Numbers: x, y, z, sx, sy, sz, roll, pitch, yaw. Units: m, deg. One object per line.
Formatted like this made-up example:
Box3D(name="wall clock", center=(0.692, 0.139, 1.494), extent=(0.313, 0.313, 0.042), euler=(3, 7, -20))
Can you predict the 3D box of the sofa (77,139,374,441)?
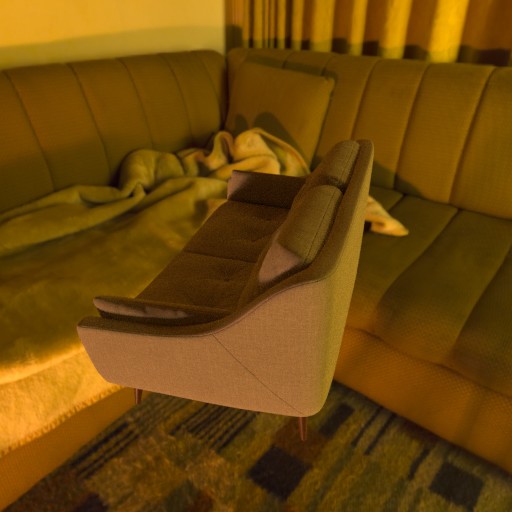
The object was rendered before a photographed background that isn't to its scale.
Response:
Box3D(name="sofa", center=(0.000, 0.000, 2.220), extent=(0.965, 0.888, 1.652), euler=(9, 31, 15))
